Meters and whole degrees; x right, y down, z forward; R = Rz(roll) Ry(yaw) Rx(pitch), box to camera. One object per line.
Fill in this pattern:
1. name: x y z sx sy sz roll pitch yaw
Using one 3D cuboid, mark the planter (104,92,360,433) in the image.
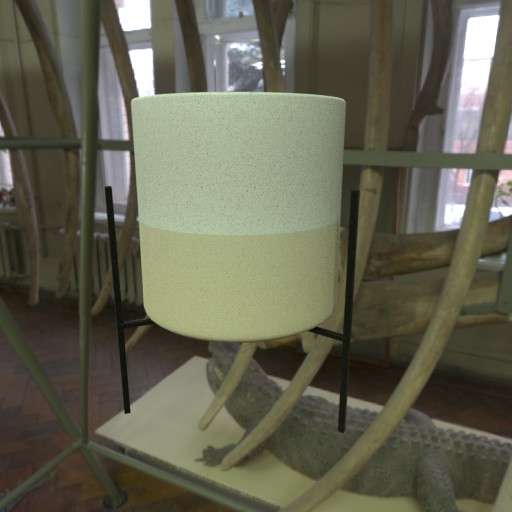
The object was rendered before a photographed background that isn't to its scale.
1. planter: 0.000 0.000 0.550 0.267 0.362 0.263 7 17 25
